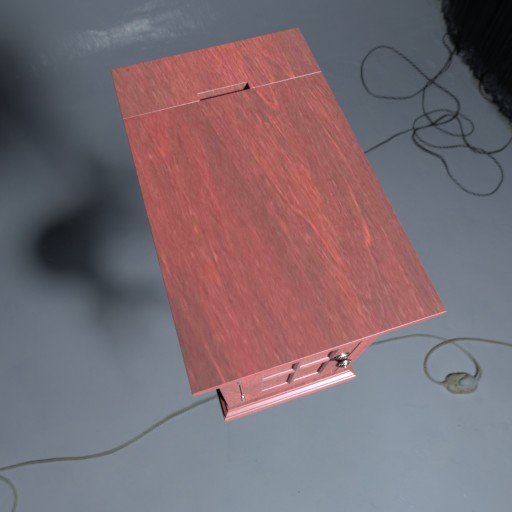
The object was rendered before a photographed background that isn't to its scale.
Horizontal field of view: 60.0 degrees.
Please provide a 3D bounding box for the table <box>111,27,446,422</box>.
[{"bbox_3d":[0.000,0.000,0.972,0.356,0.612,0.584,-16,66,-7],"label":"table"}]
